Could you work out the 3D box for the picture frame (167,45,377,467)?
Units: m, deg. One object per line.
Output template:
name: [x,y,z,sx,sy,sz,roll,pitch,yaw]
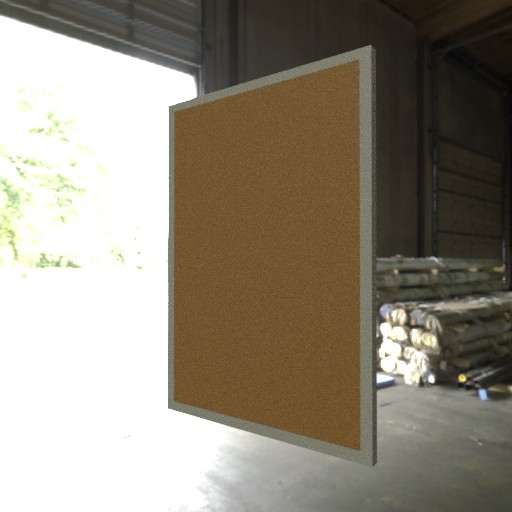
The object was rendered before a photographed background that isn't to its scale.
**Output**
picture frame: [0.000,0.000,0.551,0.305,0.434,0.013,0,-1,36]
